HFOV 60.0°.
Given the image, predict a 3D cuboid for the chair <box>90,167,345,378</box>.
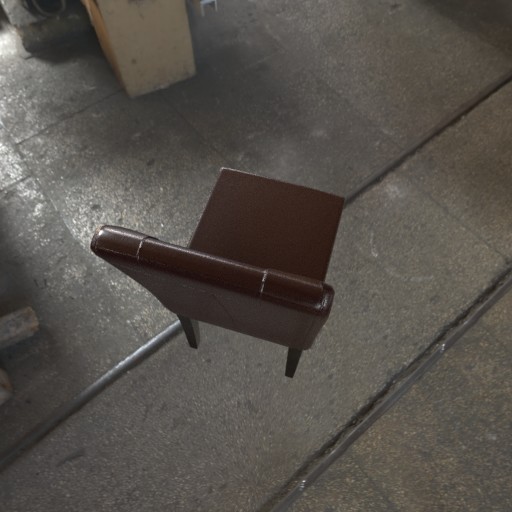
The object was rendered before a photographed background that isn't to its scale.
[{"bbox_3d":[0.000,0.000,1.174,0.399,0.897,0.556,15,63,8],"label":"chair"}]
